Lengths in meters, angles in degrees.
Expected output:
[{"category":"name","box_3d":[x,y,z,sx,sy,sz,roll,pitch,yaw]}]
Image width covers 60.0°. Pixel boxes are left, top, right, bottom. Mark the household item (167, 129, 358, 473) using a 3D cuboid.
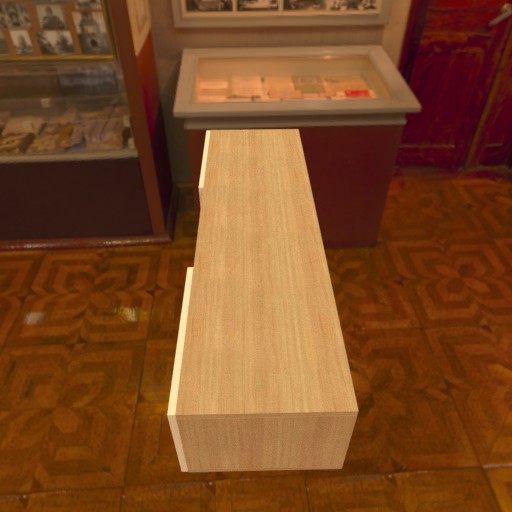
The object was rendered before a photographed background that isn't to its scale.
[{"category":"household item","box_3d":[0.000,0.000,1.599,0.420,0.310,1.400,-1,41,-1]}]
